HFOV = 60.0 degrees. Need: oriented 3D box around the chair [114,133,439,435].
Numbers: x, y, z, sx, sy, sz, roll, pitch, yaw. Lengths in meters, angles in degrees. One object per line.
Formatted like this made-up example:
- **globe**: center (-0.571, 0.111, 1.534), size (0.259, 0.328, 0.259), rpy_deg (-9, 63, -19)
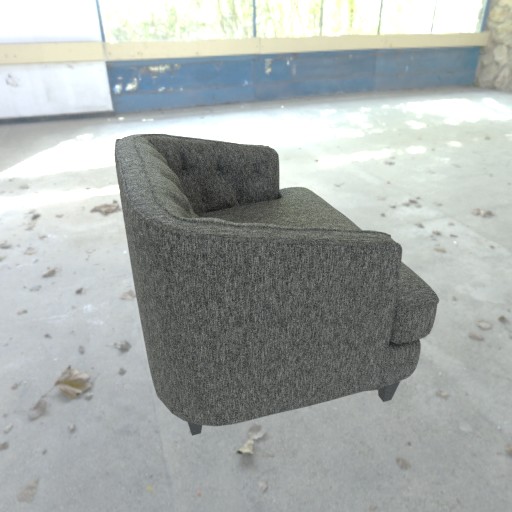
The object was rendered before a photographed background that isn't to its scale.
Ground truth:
- **chair**: center (0.000, 0.000, 1.742), size (0.941, 0.852, 1.104), rpy_deg (-9, 31, -16)
